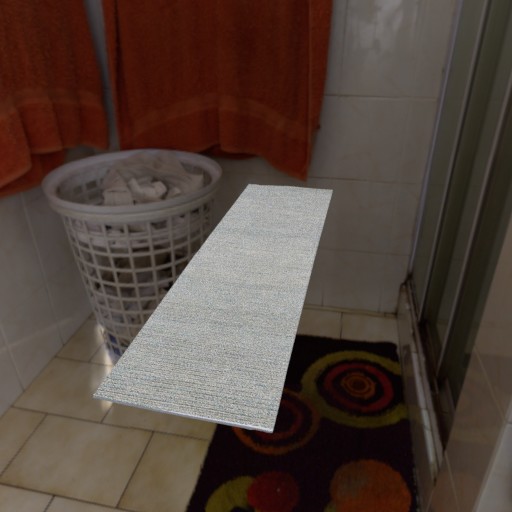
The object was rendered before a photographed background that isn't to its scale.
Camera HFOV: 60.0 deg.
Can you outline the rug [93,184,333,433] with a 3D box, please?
[{"bbox_3d":[0.000,0.000,2.544,0.675,0.037,2.341,7,30,12],"label":"rug"}]
